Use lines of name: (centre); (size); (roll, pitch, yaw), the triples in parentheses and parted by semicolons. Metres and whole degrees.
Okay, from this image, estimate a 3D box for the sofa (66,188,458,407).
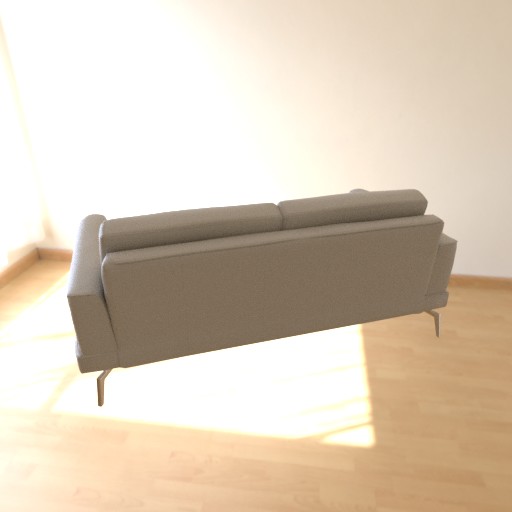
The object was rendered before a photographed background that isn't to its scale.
sofa: (0.000, 0.000, 2.782); (2.177, 0.930, 1.121); (-7, 27, -15)
